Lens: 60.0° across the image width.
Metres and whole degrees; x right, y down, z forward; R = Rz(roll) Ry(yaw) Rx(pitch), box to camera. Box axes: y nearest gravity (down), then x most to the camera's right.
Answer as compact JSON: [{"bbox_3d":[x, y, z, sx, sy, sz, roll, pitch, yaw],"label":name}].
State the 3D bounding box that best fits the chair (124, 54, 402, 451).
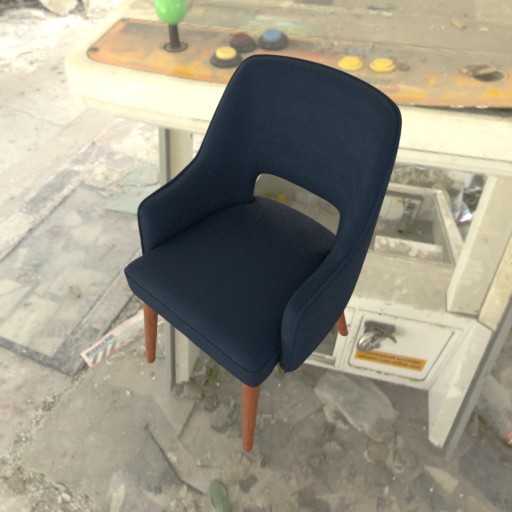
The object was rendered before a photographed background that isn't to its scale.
[{"bbox_3d":[0.000,0.000,1.198,0.559,0.844,0.591,32,55,27],"label":"chair"}]
